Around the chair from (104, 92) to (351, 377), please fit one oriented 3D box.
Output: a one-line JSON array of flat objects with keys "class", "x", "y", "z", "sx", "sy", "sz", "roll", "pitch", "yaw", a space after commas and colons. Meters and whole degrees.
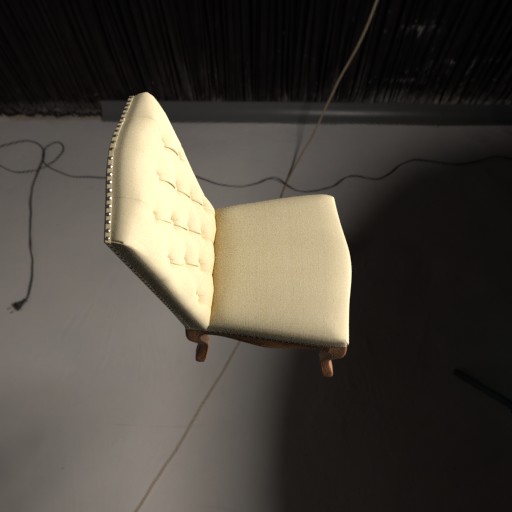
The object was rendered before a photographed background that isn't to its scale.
[{"class": "chair", "x": 0.000, "y": 0.000, "z": 1.580, "sx": 0.715, "sy": 1.165, "sz": 0.623, "roll": 0, "pitch": 63, "yaw": 0}]
